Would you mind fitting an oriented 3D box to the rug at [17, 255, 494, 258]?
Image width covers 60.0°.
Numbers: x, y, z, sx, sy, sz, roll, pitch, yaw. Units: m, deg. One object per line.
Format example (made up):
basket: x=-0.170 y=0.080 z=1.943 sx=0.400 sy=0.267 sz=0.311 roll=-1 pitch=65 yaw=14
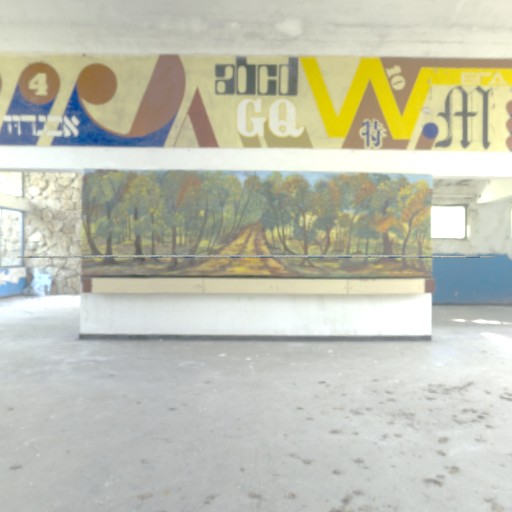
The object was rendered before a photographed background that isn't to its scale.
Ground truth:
rug: x=0.000 y=0.000 z=4.054 sx=3.059 sy=0.008 sz=2.453 roll=0 pitch=0 yaw=1
